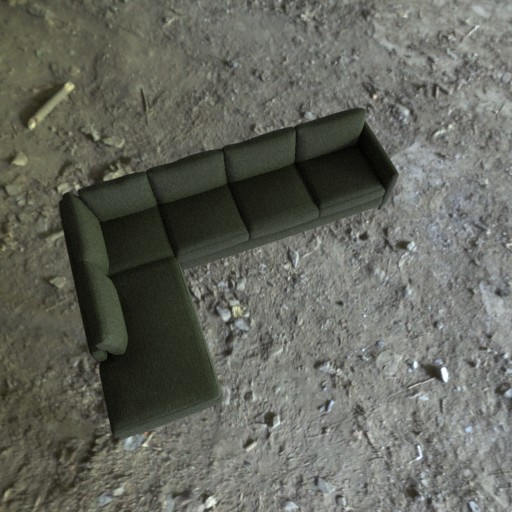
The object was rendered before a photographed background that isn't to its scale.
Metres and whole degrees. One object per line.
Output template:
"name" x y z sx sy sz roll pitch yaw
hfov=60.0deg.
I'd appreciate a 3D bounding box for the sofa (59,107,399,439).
"sofa" 0.000 0.000 3.792 2.949 0.815 2.007 -19 65 -9
